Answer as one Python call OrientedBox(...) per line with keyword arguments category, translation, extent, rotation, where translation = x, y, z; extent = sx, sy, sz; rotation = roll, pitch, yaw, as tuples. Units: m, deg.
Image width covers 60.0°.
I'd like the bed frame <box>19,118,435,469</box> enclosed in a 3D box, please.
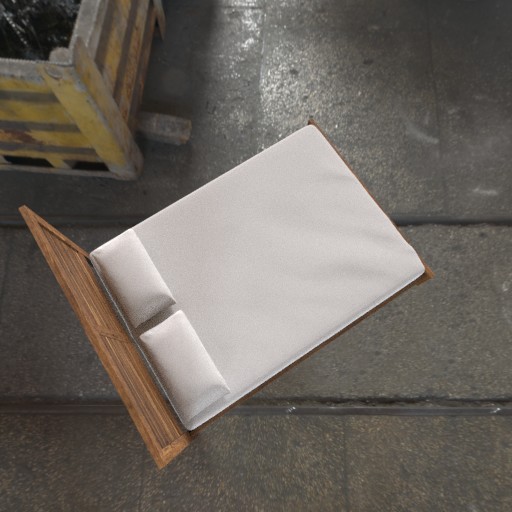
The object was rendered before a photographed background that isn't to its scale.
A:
OrientedBox(category="bed frame", translation=(0.000, 0.000, 3.292), extent=(2.276, 1.417, 1.696), rotation=(-32, 77, -9))
